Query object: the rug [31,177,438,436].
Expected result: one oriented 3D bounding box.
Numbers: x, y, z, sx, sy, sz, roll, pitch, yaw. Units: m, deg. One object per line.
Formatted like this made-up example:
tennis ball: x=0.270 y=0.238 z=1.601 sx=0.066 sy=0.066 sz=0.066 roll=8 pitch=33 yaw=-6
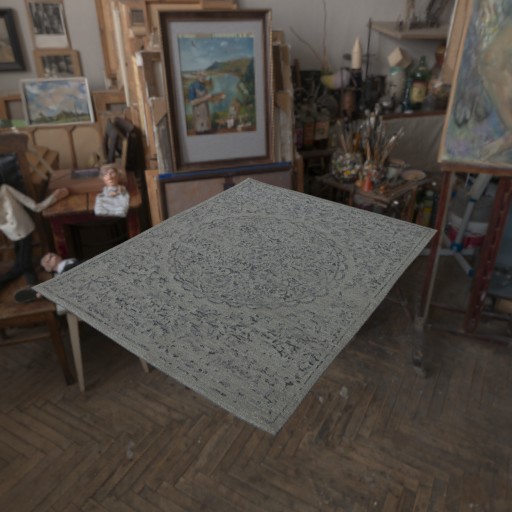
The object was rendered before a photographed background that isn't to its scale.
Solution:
rug: x=0.000 y=0.000 z=3.971 sx=2.343 sy=0.026 sz=2.925 roll=21 pitch=37 yaw=30
